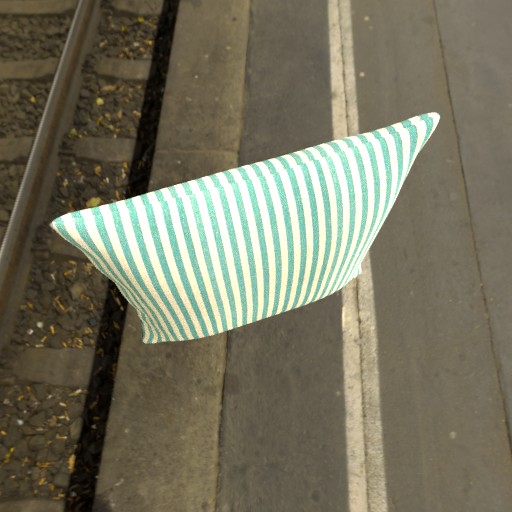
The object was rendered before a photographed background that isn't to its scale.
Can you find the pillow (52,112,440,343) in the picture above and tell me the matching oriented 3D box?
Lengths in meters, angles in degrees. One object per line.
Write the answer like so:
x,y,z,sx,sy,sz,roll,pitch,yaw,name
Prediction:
0.000,0.000,0.783,0.523,0.510,0.166,-17,66,-8,pillow
